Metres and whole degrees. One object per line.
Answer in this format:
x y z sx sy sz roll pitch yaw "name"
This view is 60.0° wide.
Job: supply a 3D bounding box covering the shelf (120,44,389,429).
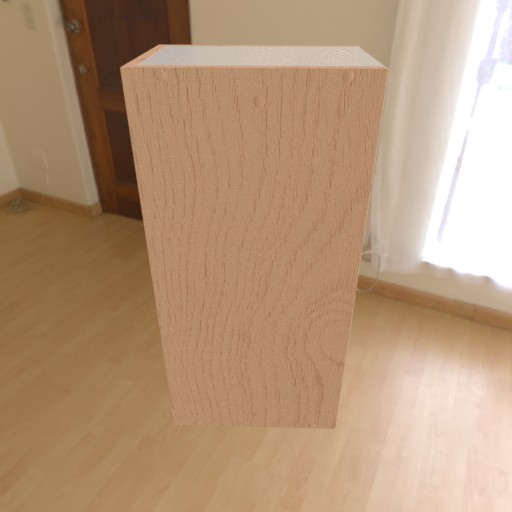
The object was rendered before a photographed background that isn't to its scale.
0.000 0.000 0.720 0.290 0.600 0.200 1 32 1 "shelf"
